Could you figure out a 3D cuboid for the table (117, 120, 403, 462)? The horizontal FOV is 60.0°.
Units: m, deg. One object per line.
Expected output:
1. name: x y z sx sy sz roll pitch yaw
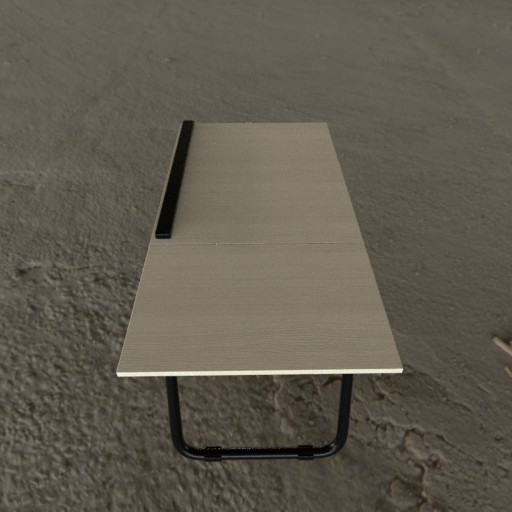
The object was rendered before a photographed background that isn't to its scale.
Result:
1. table: 0.000 0.000 0.809 0.322 0.242 0.644 -1 41 -1
